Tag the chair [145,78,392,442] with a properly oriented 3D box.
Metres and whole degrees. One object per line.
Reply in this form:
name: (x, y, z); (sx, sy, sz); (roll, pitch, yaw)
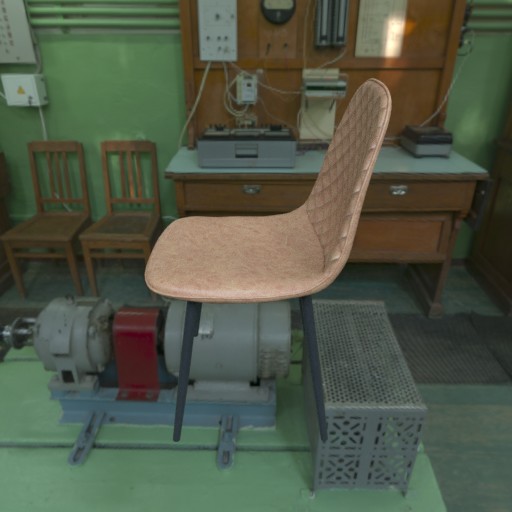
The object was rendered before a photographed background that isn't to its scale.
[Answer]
chair: (0.000, 0.000, 1.197); (0.561, 0.889, 0.472); (0, 28, 0)
